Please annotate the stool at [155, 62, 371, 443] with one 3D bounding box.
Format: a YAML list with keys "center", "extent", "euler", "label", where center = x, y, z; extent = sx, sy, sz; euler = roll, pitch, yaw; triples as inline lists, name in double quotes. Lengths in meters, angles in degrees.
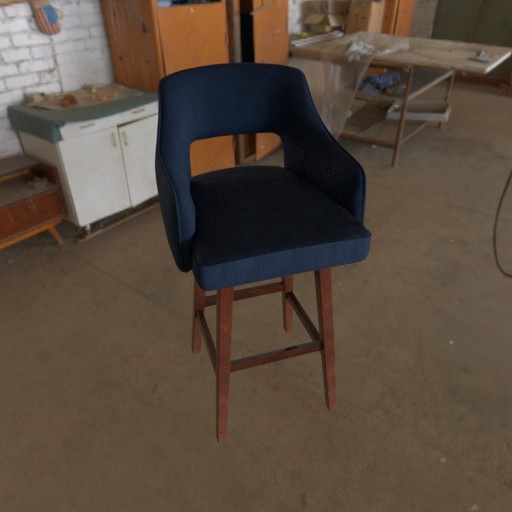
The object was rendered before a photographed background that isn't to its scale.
- center: [0.000, 0.000, 1.395]
  extent: [0.550, 1.041, 0.560]
  euler: [-10, 35, -15]
  label: "stool"
